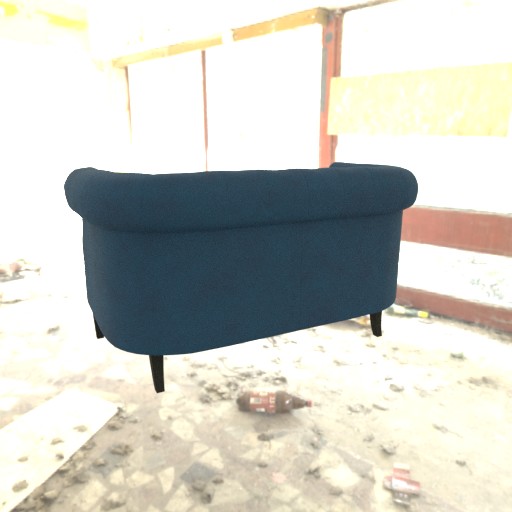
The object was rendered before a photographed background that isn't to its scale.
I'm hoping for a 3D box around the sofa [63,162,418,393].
[{"bbox_3d":[0.000,0.000,2.061,1.558,0.827,0.835,-7,16,-27],"label":"sofa"}]
